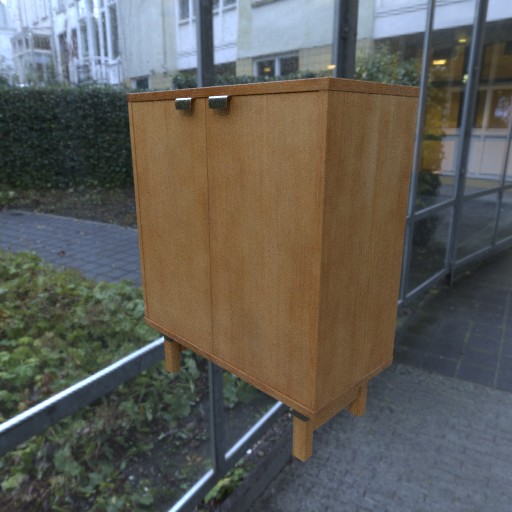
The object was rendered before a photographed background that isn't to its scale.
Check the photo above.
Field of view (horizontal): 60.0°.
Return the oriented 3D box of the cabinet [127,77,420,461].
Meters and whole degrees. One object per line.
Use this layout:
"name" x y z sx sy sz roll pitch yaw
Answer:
"cabinet" 0.000 0.000 1.431 0.419 1.001 0.800 -16 23 -42
